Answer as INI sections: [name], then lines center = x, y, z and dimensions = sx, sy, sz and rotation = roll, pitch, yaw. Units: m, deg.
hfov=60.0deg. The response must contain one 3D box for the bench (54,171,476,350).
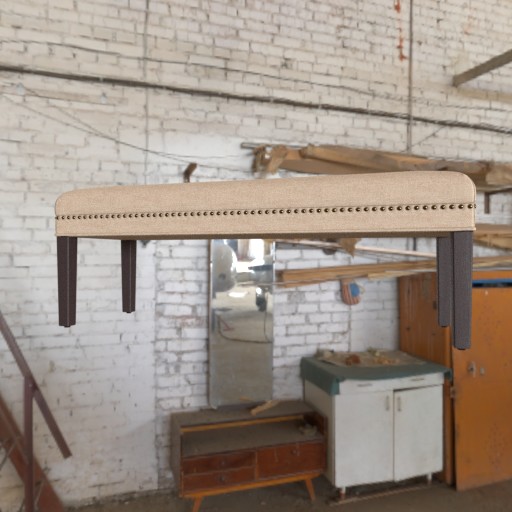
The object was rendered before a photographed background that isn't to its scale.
[bench]
center = 0.000, 0.000, 1.424
dimensions = 1.219, 0.457, 0.410
rotation = 0, 0, 17
